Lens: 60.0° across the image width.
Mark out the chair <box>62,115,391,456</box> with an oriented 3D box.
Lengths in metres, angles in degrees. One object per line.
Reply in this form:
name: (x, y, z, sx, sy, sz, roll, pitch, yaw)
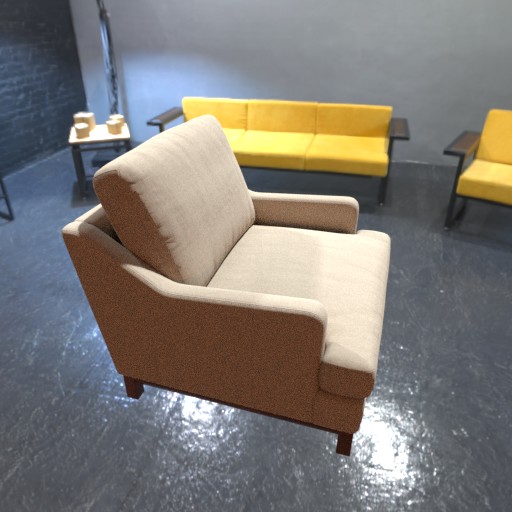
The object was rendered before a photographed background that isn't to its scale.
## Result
chair: (0.000, 0.000, 1.719, 1.001, 0.916, 0.912, 9, 31, 15)
